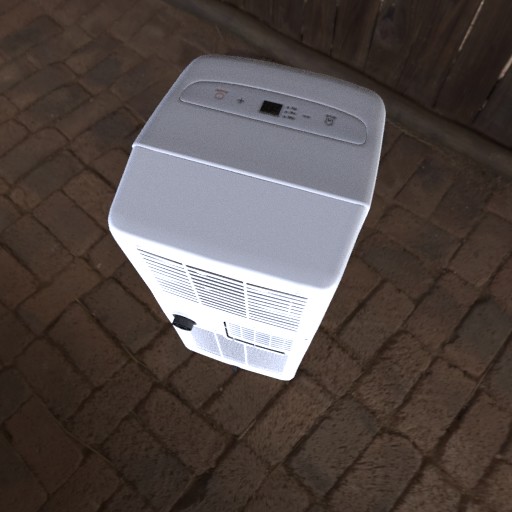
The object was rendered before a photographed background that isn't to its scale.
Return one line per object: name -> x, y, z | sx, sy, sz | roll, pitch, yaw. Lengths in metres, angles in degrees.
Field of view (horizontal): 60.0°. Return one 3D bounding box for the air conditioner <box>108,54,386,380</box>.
air conditioner -> 0.000, 0.000, 0.823 | 0.304, 0.606, 0.349 | 16, 65, 8
